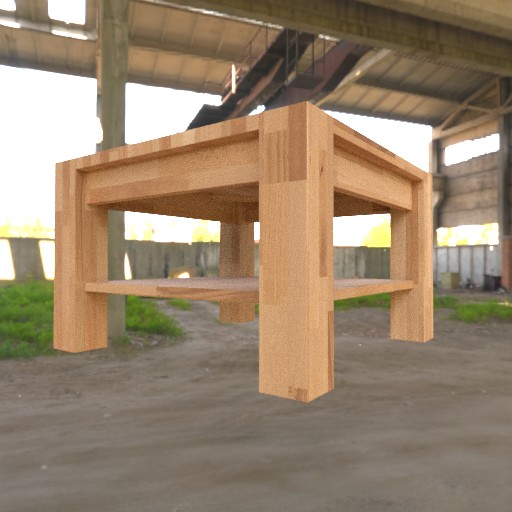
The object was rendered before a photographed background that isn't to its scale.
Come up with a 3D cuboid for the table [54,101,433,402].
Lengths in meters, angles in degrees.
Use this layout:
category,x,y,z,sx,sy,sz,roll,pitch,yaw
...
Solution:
category,x,y,z,sx,sy,sz,roll,pitch,yaw
table,0.000,0.000,1.149,0.700,0.451,0.700,-1,-1,36
